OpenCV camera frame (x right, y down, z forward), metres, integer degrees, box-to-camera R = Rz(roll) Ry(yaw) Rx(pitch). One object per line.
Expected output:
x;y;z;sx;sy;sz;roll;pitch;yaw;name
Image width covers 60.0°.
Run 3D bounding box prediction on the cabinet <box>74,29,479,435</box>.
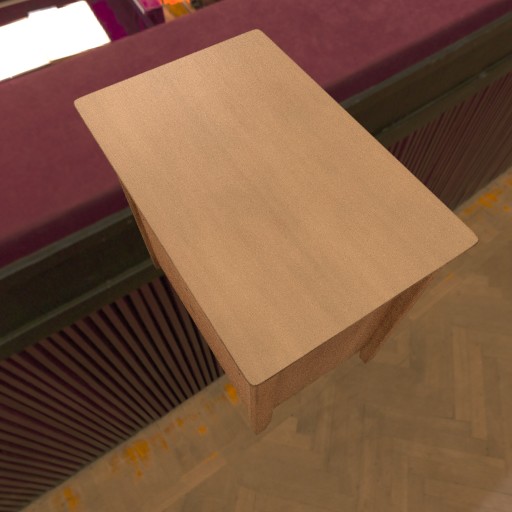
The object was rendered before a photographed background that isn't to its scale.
0.000;0.000;1.238;0.503;0.762;0.763;-29;64;-16;cabinet
